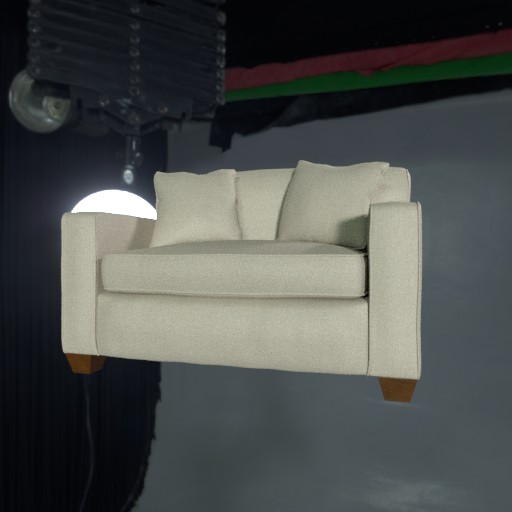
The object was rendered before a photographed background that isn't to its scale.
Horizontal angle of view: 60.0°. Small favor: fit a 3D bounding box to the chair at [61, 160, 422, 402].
[{"bbox_3d":[0.000,0.000,2.033,1.383,0.948,1.000,0,1,16],"label":"chair"}]
